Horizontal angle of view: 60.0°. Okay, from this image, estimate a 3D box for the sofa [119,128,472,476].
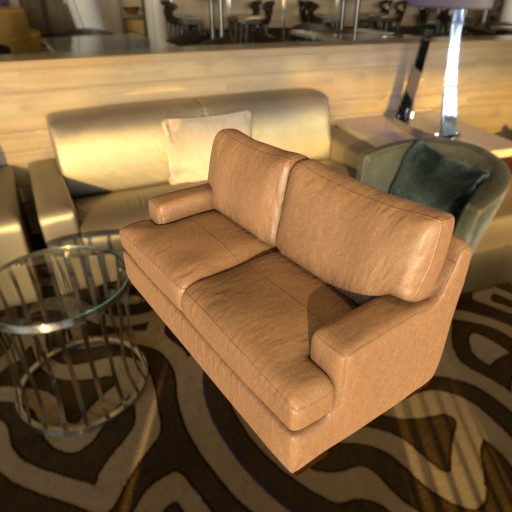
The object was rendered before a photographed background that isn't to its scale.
[{"bbox_3d":[0.000,0.000,2.428,0.962,0.980,1.855,-20,36,-30],"label":"sofa"}]
